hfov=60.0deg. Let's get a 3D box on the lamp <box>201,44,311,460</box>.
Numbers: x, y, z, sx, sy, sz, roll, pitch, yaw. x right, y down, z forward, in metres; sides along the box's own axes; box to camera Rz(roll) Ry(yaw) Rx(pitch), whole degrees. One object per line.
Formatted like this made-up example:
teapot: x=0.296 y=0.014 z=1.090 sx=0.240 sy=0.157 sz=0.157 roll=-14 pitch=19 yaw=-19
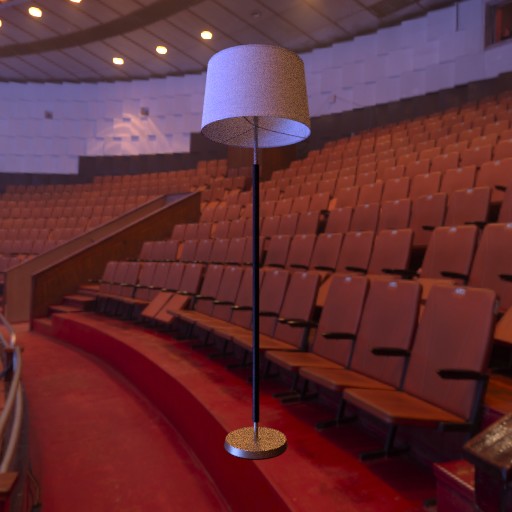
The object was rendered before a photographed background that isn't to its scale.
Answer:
lamp: x=0.000 y=0.000 z=1.695 sx=0.420 sy=1.447 sz=0.420 roll=0 pitch=-1 yaw=0
